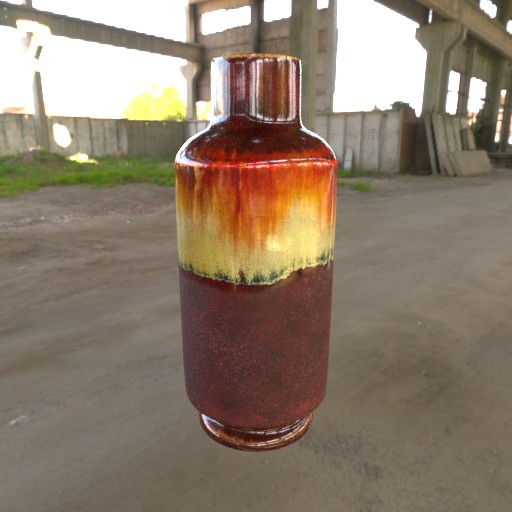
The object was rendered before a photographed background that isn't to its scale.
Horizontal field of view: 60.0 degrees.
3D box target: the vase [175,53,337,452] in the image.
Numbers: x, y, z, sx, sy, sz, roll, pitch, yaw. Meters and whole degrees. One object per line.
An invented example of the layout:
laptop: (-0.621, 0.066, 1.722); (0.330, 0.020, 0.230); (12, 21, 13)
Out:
vase: (0.000, 0.000, 0.320); (0.111, 0.261, 0.111); (0, 15, 0)
